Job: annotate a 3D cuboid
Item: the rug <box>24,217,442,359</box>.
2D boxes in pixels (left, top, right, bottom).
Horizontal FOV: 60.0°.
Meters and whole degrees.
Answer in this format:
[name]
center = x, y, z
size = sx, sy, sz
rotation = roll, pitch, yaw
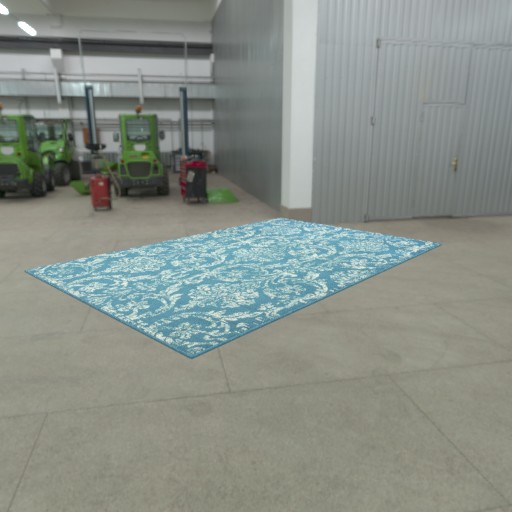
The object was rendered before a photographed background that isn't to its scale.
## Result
[rug]
center = 0.000, 0.000, 3.429
size = 1.816, 0.018, 2.746
rotation = 14, 21, 41
